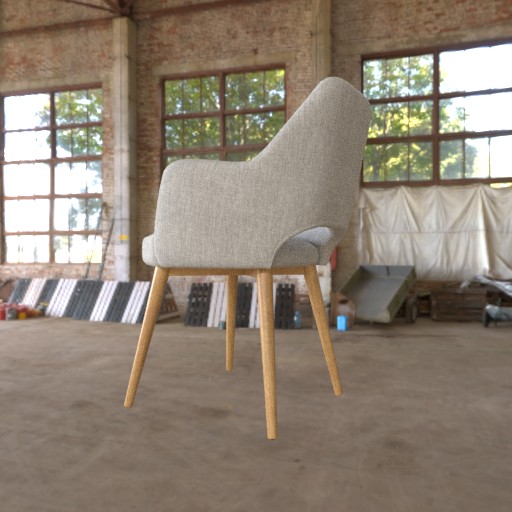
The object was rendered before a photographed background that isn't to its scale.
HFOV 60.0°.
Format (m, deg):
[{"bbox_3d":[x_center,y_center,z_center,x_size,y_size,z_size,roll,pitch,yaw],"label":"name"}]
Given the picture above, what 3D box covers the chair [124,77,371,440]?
[{"bbox_3d":[0.000,0.000,1.261,0.610,0.840,0.590,0,1,34],"label":"chair"}]
